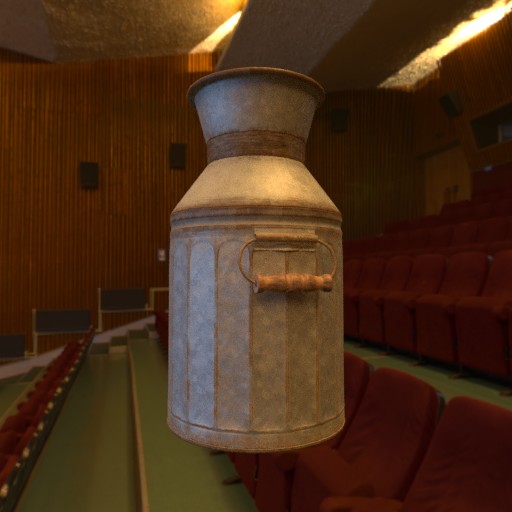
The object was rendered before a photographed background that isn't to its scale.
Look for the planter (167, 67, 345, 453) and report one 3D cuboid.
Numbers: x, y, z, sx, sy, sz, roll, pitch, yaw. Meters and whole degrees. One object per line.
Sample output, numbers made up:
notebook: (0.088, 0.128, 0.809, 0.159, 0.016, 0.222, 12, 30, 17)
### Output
planter: (0.000, 0.000, 0.547, 0.214, 0.396, 0.245, 1, -2, -17)
